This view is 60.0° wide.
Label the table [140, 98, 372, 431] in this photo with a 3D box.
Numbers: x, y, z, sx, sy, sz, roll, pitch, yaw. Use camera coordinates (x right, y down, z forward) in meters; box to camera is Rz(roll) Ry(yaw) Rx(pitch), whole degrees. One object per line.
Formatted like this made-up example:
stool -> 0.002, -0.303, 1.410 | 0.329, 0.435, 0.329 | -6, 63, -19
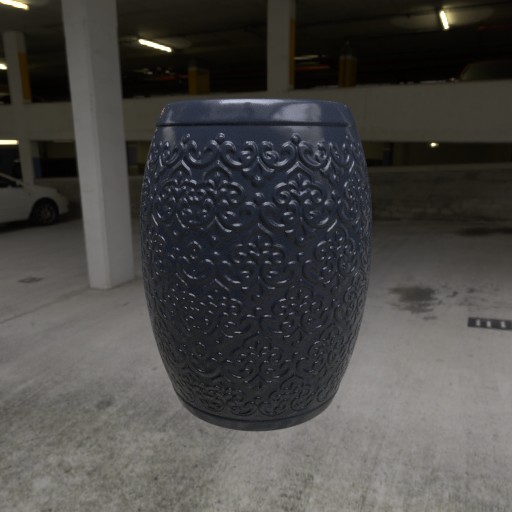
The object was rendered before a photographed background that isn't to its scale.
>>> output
table -> 0.000, 0.000, 0.615 | 0.309, 0.397, 0.309 | 0, 15, 0
